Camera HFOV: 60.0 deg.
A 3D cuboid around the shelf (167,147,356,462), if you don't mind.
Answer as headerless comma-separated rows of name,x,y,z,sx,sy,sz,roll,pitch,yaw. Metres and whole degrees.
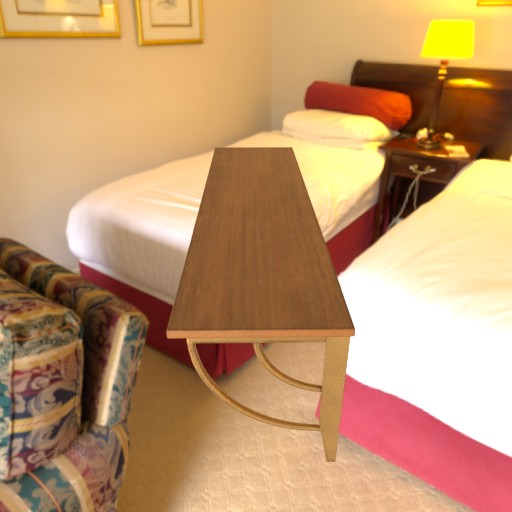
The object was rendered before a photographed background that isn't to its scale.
shelf,0.000,0.000,0.712,0.166,0.190,0.636,0,28,-1
